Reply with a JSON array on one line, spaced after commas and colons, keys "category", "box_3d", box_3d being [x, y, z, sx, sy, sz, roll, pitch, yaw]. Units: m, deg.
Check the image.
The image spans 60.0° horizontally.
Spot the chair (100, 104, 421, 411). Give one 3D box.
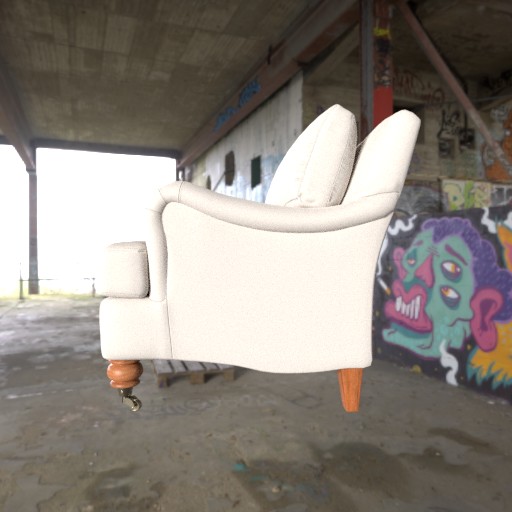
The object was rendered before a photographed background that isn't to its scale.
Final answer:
[{"category": "chair", "box_3d": [0.000, 0.000, 1.868, 1.070, 1.038, 0.955, 0, 0, -1]}]
